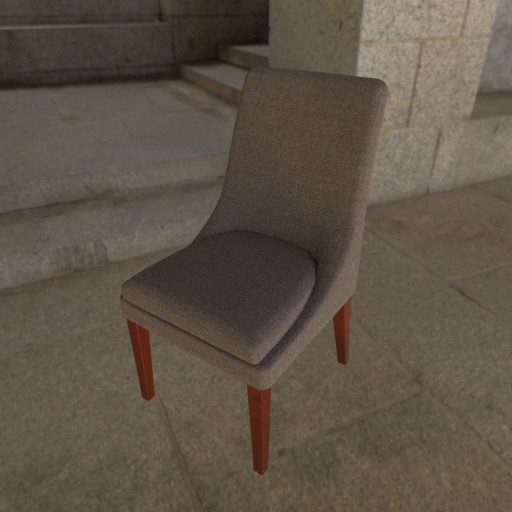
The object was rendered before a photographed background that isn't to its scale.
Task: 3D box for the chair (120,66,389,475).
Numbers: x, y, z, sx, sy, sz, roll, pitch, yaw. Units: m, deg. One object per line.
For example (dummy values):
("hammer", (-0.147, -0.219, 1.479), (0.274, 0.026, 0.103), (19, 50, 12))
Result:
("chair", (0.000, 0.000, 1.322), (0.508, 0.952, 0.655), (20, 36, 29))
